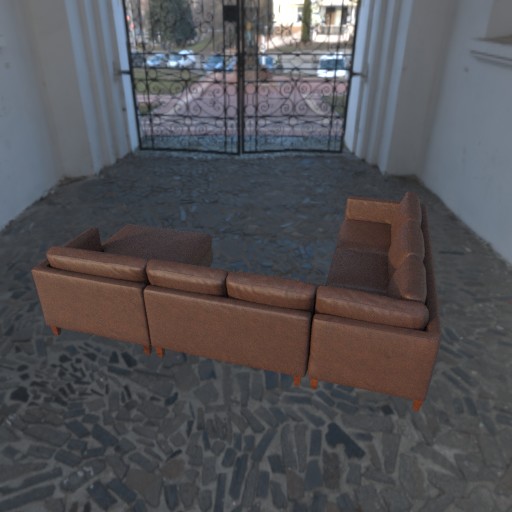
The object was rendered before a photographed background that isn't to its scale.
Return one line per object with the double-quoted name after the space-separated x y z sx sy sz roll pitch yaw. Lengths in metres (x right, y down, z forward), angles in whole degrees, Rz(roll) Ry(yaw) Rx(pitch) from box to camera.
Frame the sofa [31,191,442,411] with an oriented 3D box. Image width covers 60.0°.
0.000 0.000 4.689 3.460 0.923 2.593 8 30 14 "sofa"
